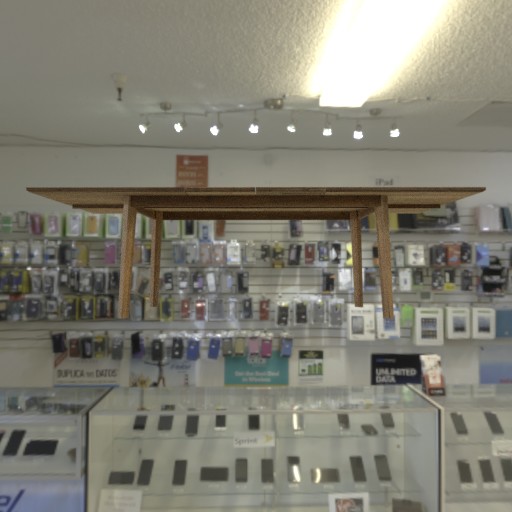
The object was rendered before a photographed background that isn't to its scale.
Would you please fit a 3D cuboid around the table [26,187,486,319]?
[{"bbox_3d":[0.000,0.000,2.998,2.603,0.752,1.000,0,-2,0],"label":"table"}]
